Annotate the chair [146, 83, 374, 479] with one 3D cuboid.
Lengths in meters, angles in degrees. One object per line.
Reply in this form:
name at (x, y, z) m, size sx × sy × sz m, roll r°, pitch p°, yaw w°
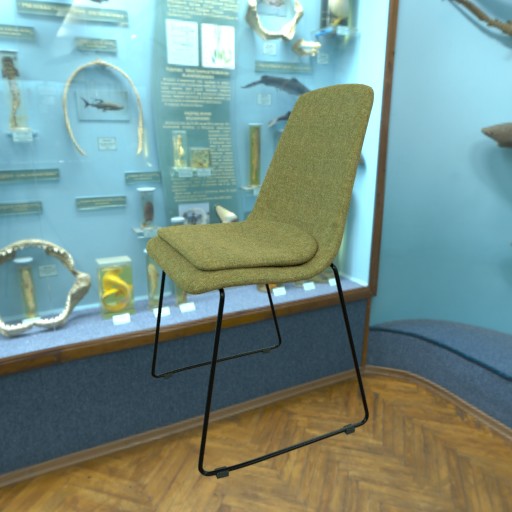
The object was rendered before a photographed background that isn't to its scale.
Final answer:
chair at (0.000, 0.000, 1.147) m, size 0.496 × 0.849 × 0.479 m, roll -8°, pitch 18°, yaw -25°
